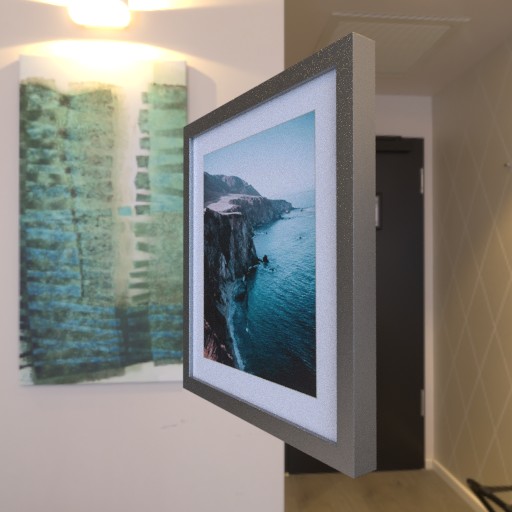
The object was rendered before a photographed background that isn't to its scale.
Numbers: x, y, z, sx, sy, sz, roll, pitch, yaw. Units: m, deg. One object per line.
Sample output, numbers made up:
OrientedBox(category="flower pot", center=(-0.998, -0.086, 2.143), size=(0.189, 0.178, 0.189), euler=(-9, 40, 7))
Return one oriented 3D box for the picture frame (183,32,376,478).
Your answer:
OrientedBox(category="picture frame", center=(0.000, 0.000, 1.323), size=(0.073, 0.968, 0.839), euler=(0, -1, -35))
